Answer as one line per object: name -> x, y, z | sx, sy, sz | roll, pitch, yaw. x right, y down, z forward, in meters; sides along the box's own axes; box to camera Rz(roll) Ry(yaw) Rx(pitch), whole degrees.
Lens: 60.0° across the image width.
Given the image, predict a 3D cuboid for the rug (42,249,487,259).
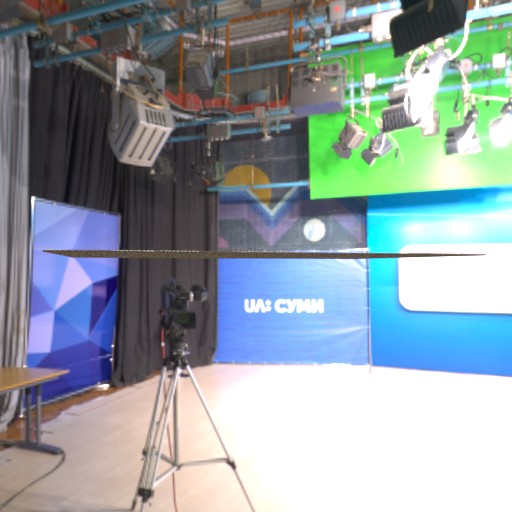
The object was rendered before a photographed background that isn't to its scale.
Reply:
rug -> 0.000, 0.000, 3.010 | 2.435, 0.011, 1.517 | 0, -1, -18
